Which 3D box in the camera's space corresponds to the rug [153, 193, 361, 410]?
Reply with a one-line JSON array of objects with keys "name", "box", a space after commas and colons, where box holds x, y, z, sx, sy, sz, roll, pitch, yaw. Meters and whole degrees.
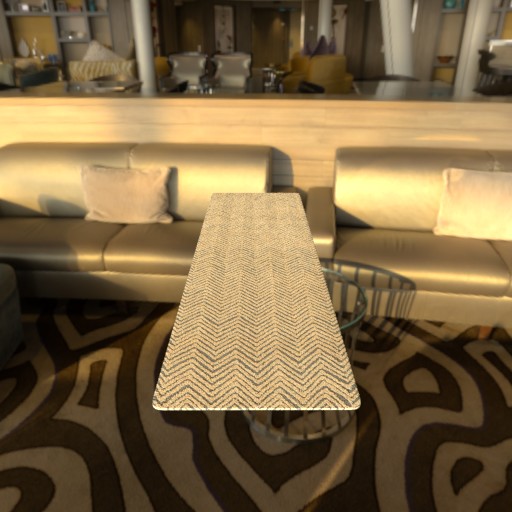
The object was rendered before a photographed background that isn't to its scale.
[{"name": "rug", "box": [0.000, 0.000, 2.460, 0.686, 0.008, 2.286, 0, 26, 0]}]
